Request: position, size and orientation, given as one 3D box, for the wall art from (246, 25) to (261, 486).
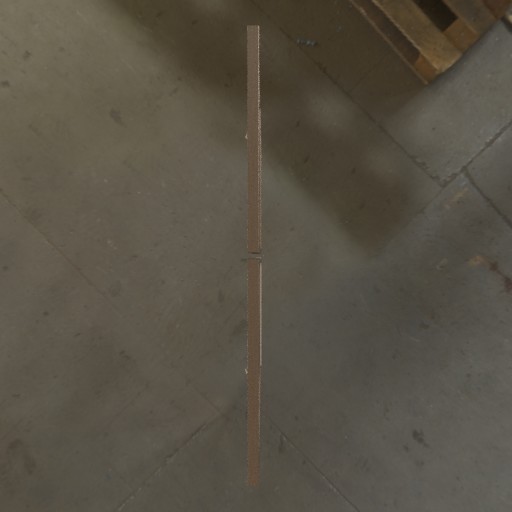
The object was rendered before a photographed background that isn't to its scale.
[{"bbox_3d":[0.000,0.000,1.507,0.030,1.032,1.032,0,90,1],"label":"wall art"}]
